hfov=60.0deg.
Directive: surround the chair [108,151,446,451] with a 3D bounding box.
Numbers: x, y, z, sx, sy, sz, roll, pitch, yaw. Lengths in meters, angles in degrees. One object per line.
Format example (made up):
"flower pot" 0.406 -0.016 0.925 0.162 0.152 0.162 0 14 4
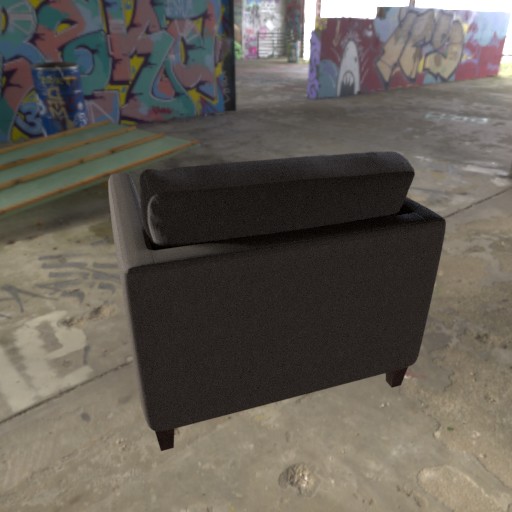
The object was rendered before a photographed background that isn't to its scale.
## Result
"chair" 0.000 0.000 1.864 1.107 0.963 0.959 -9 29 -17
